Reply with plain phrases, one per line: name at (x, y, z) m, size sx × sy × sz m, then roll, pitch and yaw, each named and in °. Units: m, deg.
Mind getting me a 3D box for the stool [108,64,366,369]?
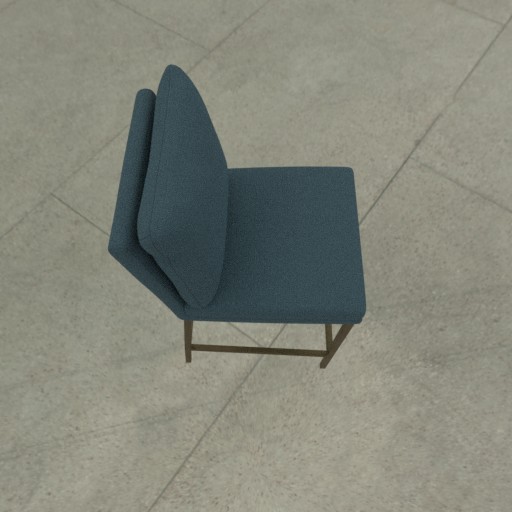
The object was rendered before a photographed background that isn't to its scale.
stool at (0.000, 0.000, 1.331) m, size 0.568 × 1.032 × 0.463 m, roll 1°, pitch 64°, yaw 0°
